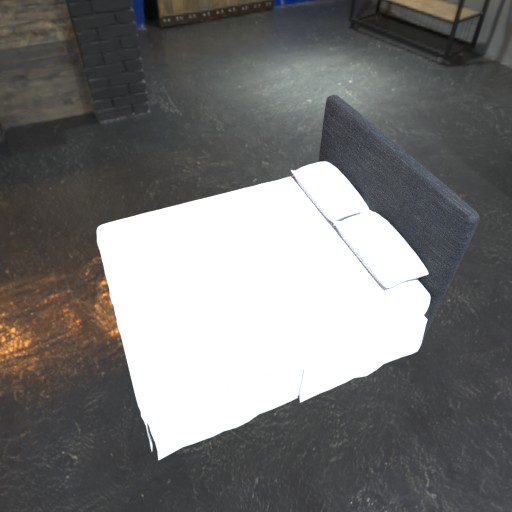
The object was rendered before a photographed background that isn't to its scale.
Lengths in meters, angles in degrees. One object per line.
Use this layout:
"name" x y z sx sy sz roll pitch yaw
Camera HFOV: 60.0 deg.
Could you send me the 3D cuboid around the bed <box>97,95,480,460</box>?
"bed" 0.000 0.000 3.183 2.142 1.330 1.723 -17 48 -16
